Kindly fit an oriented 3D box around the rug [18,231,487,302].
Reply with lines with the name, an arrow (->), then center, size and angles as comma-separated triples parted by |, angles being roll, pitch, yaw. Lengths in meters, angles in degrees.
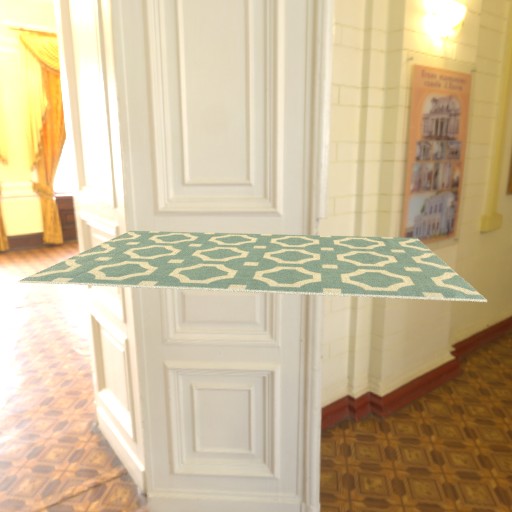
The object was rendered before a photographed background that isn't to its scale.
rug -> 0.000, 0.000, 3.017 | 2.443, 0.015, 1.528 | 2, 14, 7
